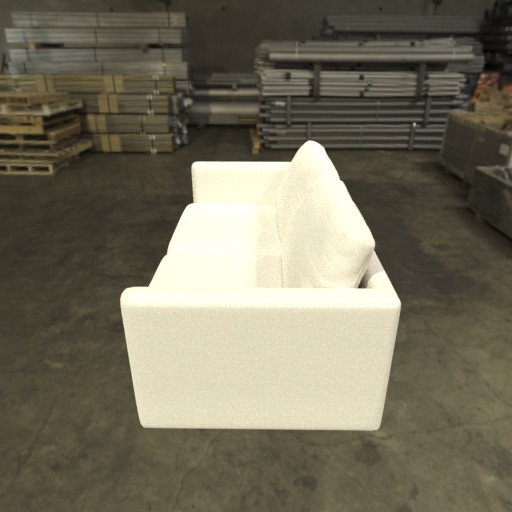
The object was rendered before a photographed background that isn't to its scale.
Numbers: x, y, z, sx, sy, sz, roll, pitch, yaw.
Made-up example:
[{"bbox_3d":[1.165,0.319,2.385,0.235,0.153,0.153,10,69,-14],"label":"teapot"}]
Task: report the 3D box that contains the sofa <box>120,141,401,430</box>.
[{"bbox_3d":[0.000,0.000,2.249,0.940,0.893,1.713,0,26,1],"label":"sofa"}]
